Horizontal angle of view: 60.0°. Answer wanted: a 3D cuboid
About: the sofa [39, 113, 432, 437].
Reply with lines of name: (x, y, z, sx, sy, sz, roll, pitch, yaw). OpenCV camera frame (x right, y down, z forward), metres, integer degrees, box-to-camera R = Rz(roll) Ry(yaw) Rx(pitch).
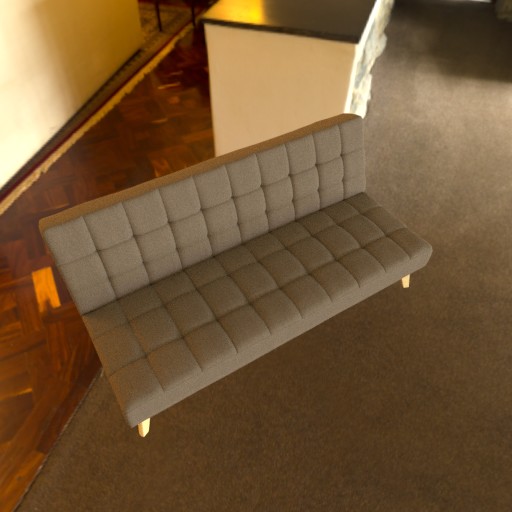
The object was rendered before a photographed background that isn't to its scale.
sofa: (0.000, 0.000, 2.319, 1.800, 0.810, 0.860, -25, 52, -21)
